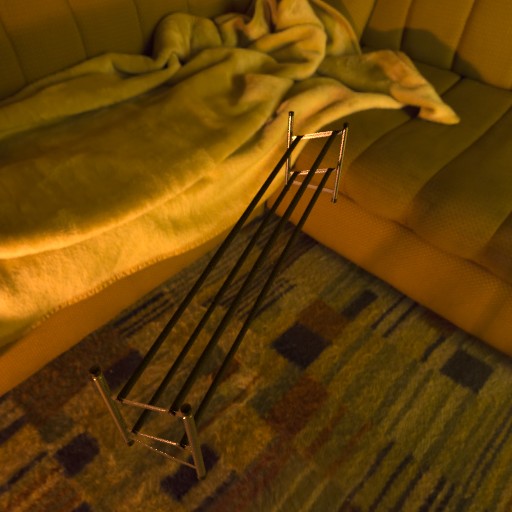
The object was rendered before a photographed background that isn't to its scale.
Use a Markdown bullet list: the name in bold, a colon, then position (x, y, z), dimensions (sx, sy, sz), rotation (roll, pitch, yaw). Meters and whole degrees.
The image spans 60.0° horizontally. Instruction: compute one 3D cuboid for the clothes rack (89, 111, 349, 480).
- **clothes rack**: position (0.000, 0.000, 1.336), dimensions (0.229, 0.349, 1.168), rotation (17, 47, 16)
